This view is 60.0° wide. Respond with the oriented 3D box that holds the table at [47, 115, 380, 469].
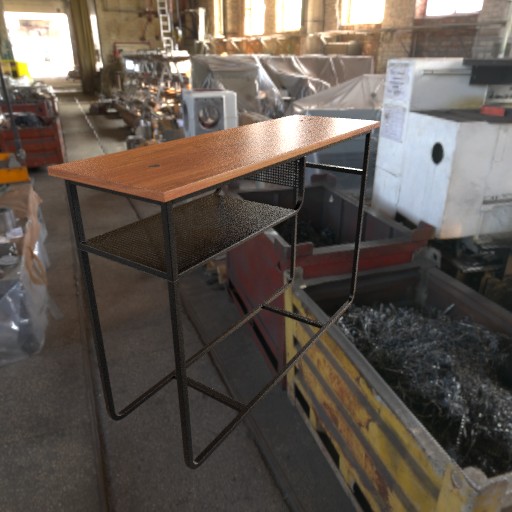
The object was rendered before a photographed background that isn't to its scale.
[{"bbox_3d":[0.000,0.000,1.441,0.350,0.750,1.100,16,29,31],"label":"table"}]
